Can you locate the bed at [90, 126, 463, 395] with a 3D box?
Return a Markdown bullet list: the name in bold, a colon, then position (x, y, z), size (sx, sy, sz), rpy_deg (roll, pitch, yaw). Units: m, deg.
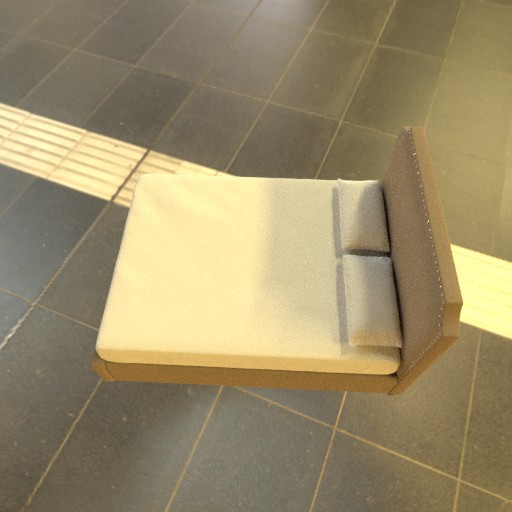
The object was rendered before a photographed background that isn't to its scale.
- **bed**: position (0.000, 0.000, 3.402), size (2.329, 1.415, 1.703), rpy_deg (2, 58, 1)
